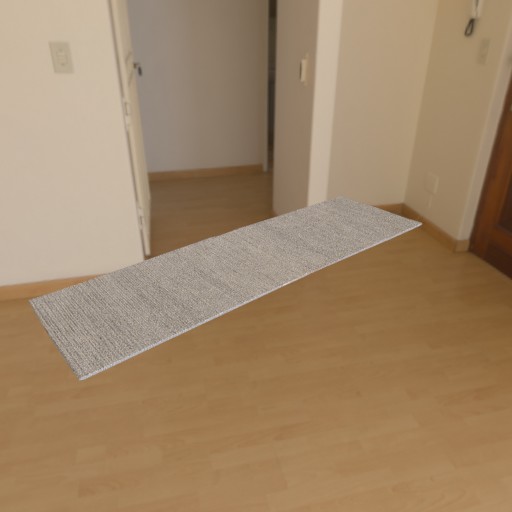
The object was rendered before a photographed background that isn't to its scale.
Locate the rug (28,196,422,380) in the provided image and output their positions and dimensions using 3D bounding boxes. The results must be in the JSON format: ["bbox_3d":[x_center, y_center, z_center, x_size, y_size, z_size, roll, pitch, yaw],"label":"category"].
[{"bbox_3d":[0.000,0.000,2.573,2.320,0.032,0.692,-21,35,-34],"label":"rug"}]
